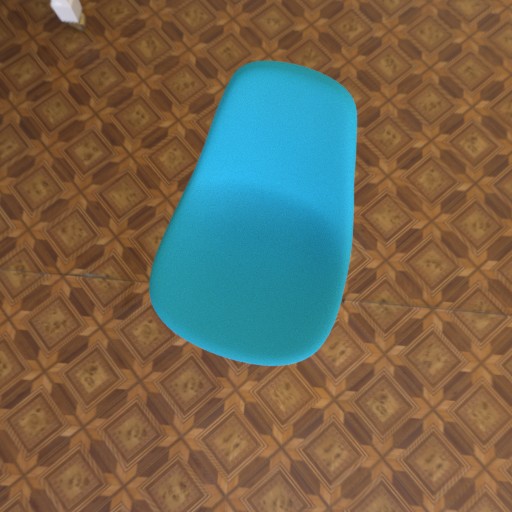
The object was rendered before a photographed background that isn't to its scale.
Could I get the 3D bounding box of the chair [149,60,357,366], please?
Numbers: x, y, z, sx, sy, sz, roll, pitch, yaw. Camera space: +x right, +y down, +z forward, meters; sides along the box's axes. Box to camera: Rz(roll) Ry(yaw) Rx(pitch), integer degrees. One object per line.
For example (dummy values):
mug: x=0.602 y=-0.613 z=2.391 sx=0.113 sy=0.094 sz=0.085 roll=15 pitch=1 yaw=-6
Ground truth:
chair: x=0.000 y=0.000 z=1.147 sx=0.470 sy=0.826 sz=0.533 roll=18 pitch=76 yaw=4
